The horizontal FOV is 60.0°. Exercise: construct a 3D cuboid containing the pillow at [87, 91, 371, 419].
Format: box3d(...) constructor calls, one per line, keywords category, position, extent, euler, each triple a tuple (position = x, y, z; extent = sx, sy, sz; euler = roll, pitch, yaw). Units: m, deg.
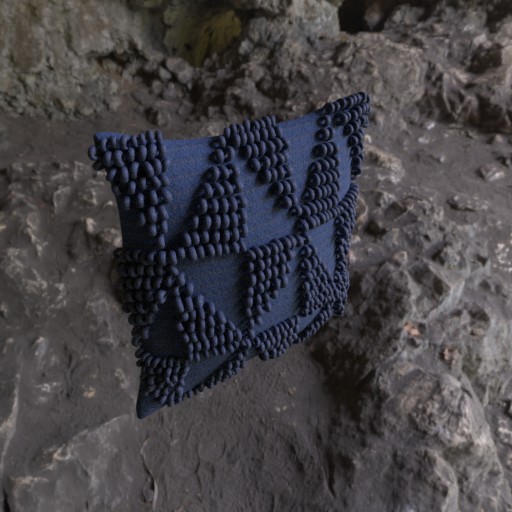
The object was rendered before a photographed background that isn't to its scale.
box3d(category="pillow", position=(0.000, 0.000, 0.721), extent=(0.469, 0.466, 0.172), euler=(-21, 37, -31))
